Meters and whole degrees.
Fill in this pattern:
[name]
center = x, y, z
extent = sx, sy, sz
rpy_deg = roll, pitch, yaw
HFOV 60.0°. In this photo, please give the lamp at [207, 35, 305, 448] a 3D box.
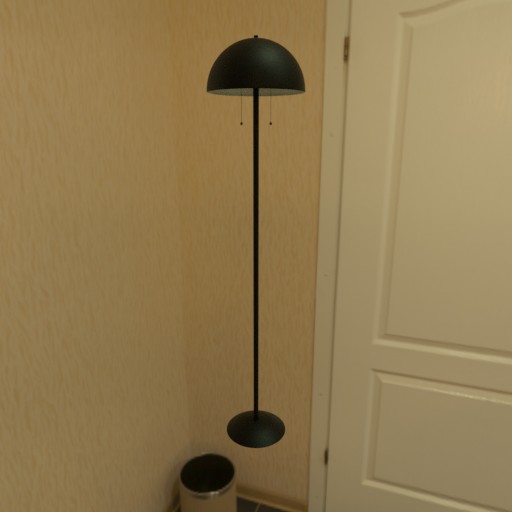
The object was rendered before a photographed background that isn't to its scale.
[lamp]
center = 0.000, 0.000, 1.633
extent = 0.328, 1.480, 0.328
rpy_deg = -3, 16, -9
